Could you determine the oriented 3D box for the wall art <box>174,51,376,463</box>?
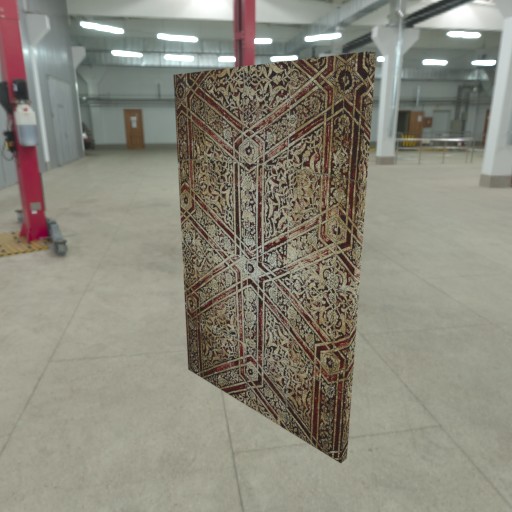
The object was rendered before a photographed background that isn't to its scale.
[{"bbox_3d":[0.000,0.000,1.140,0.599,0.904,0.030,16,23,42],"label":"wall art"}]
